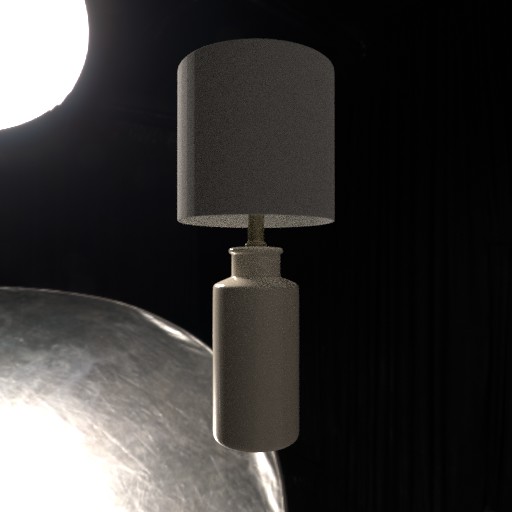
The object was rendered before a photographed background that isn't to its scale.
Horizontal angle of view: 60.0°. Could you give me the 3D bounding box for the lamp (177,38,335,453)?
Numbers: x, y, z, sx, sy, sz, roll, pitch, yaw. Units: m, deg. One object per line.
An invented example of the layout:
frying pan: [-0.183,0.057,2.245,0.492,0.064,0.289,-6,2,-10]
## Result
lamp: [0.000,0.000,0.607,0.212,0.493,0.212,0,-1,-37]
